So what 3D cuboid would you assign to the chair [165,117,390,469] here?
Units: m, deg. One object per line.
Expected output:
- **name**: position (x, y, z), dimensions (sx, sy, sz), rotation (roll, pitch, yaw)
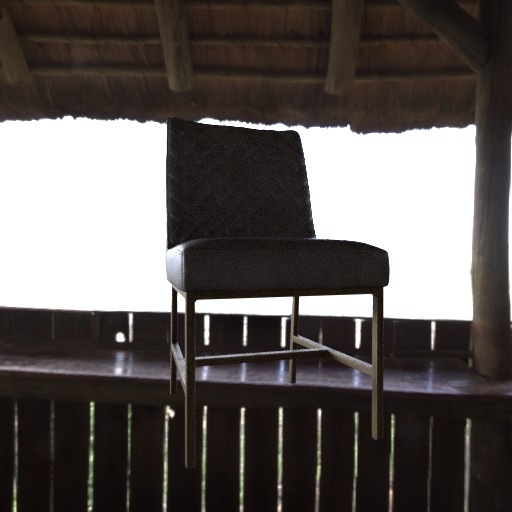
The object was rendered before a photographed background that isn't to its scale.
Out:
- **chair**: position (0.000, 0.000, 1.258), dimensions (0.508, 0.889, 0.587), rotation (0, 1, -18)
